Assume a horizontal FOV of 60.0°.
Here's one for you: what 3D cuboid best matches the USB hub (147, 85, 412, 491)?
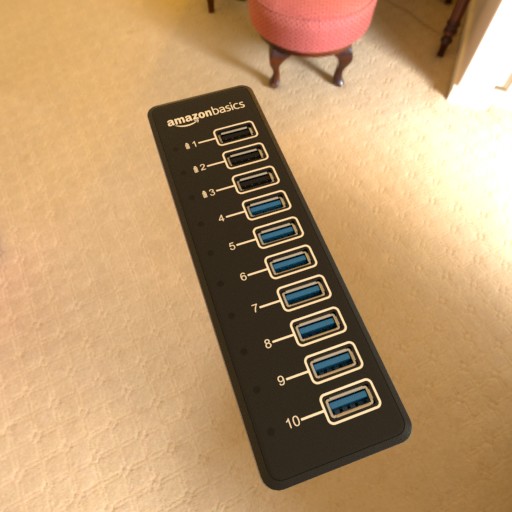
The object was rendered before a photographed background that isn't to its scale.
[{"bbox_3d":[0.000,0.000,0.159,0.044,0.023,0.145,-17,64,-9],"label":"USB hub"}]
